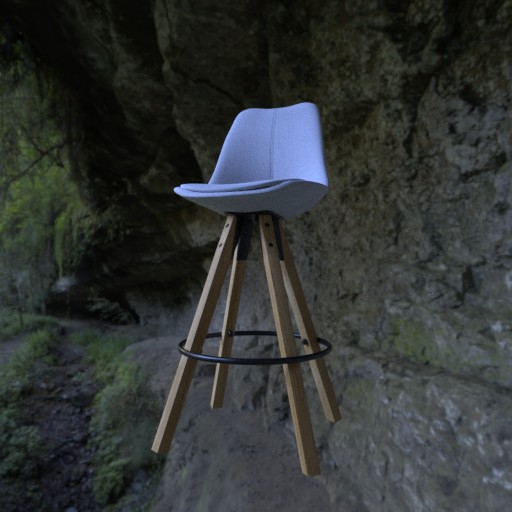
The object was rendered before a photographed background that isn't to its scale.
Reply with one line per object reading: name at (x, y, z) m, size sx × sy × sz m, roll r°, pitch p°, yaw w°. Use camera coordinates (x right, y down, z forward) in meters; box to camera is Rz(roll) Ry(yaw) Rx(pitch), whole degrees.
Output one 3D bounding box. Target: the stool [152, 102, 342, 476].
stool at (0.000, 0.000, 1.392) m, size 0.484 × 1.115 × 0.550 m, roll 0°, pitch 0°, yaw 18°
